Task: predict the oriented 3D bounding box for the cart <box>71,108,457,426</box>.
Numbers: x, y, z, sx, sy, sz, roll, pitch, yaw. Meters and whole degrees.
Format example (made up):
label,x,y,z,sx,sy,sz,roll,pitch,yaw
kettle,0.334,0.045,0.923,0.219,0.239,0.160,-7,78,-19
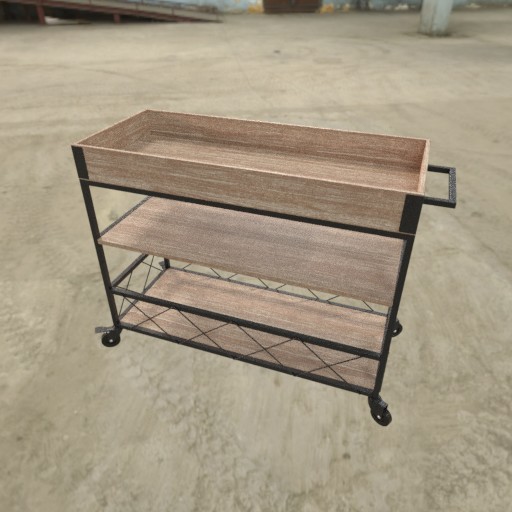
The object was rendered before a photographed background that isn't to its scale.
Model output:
label,x,y,z,sx,sy,sz,roll,pitch,yaw
cart,0.000,0.000,1.495,1.101,0.787,0.500,11,35,17
